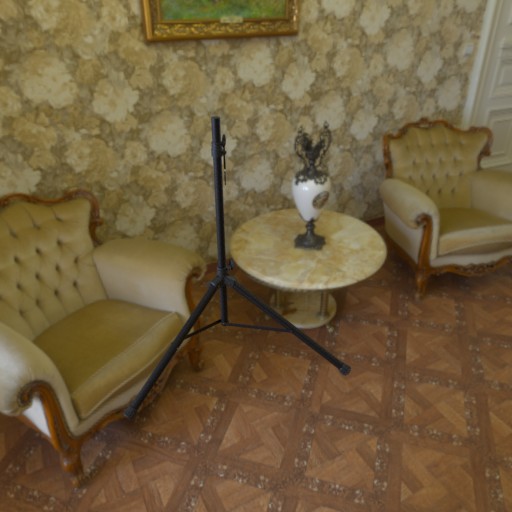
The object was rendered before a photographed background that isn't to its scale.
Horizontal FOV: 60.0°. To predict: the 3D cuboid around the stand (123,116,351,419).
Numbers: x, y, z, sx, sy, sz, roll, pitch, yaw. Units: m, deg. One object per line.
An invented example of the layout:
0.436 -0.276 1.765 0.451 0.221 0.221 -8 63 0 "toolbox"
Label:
0.000 0.000 1.884 0.907 1.136 1.045 8 31 14 "stand"
